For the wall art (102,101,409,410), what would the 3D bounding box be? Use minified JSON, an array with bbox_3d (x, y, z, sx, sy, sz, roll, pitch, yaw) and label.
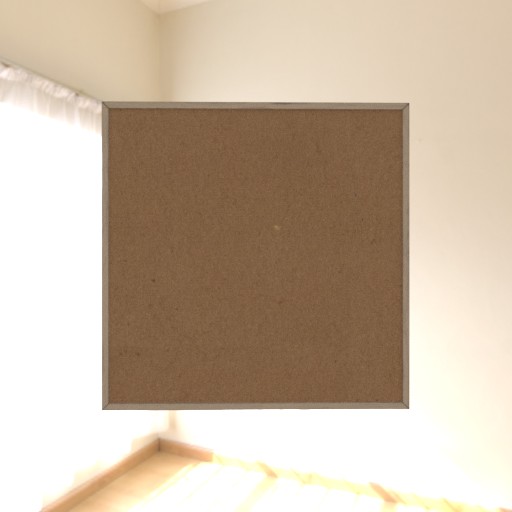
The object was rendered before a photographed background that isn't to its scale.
[{"bbox_3d":[0.000,0.000,0.458,0.305,0.305,0.038,0,0,-1],"label":"wall art"}]
